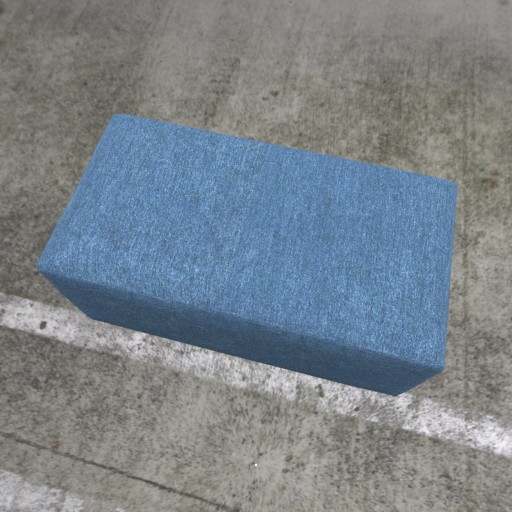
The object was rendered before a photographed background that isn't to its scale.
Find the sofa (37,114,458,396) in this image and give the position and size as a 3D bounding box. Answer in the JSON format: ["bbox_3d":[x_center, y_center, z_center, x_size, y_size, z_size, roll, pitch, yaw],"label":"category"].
[{"bbox_3d":[0.000,0.000,1.191,0.930,0.470,0.480,13,65,6],"label":"sofa"}]
